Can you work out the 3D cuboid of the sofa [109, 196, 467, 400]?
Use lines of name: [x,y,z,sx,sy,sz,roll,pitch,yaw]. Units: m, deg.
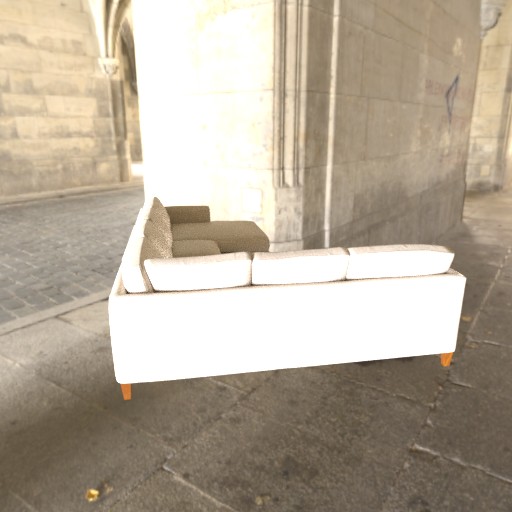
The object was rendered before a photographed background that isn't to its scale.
sofa: [0.000,0.000,4.735,2.594,0.961,3.460,-3,17,-10]
